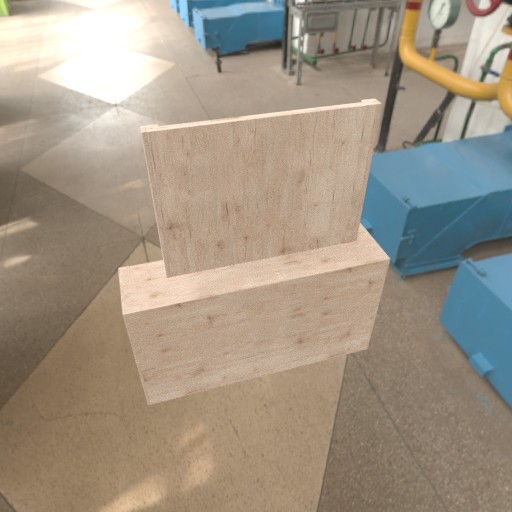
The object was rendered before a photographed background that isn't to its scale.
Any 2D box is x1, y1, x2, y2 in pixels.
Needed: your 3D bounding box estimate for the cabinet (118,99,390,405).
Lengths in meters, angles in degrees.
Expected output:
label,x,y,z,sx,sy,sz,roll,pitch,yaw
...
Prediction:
label,x,y,z,sx,sy,sz,roll,pitch,yaw
cabinet,0.000,0.000,2.807,1.700,1.981,0.420,-11,41,-13
